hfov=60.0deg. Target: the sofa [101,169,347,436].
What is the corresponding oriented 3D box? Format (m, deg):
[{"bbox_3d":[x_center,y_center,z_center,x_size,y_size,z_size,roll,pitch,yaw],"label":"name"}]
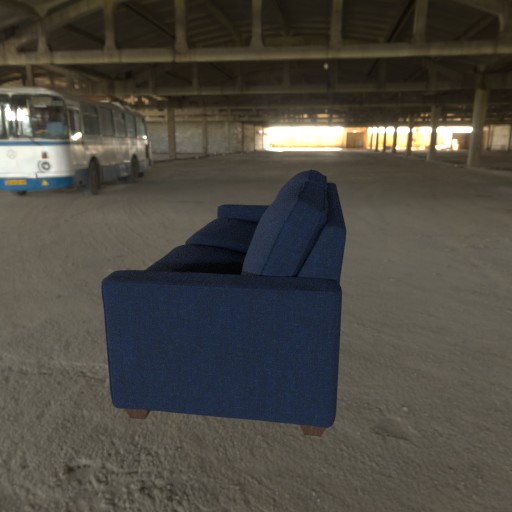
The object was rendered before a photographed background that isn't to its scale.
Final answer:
[{"bbox_3d":[0.000,0.000,2.617,0.940,0.919,2.080,2,15,8],"label":"sofa"}]
